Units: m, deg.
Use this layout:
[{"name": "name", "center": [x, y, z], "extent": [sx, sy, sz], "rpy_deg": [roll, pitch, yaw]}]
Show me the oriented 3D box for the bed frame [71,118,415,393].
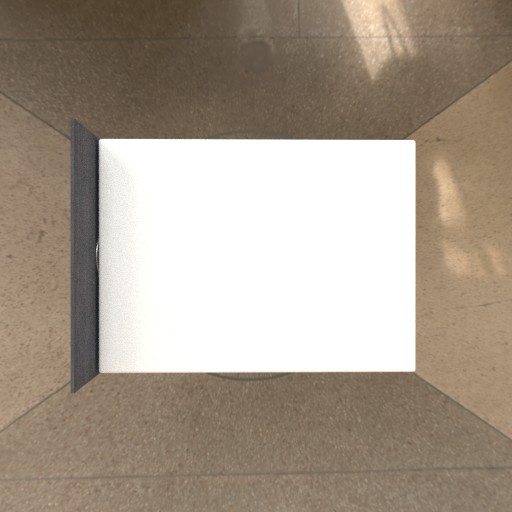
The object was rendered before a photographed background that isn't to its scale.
[{"name": "bed frame", "center": [0.000, 0.000, 2.670], "extent": [1.900, 0.800, 1.400], "rpy_deg": [0, 90, -1]}]
